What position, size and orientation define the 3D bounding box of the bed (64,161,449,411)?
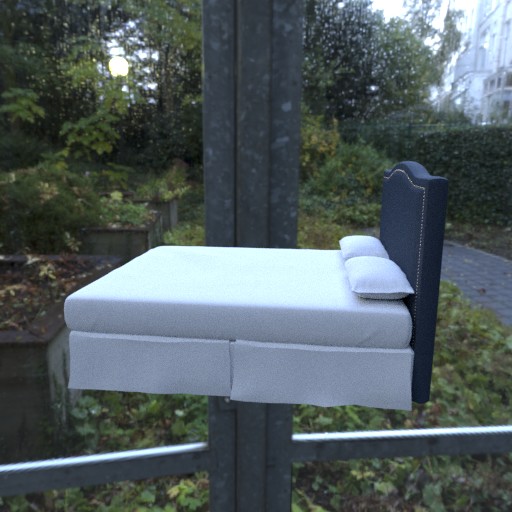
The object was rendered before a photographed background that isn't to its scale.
[{"bbox_3d":[0.000,0.000,3.427,2.282,1.436,1.821,2,13,8],"label":"bed"}]
